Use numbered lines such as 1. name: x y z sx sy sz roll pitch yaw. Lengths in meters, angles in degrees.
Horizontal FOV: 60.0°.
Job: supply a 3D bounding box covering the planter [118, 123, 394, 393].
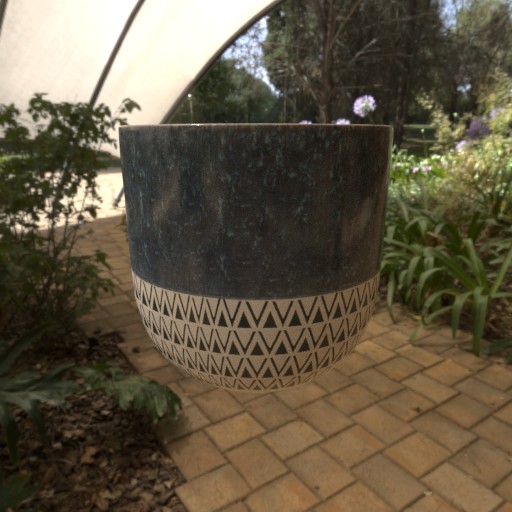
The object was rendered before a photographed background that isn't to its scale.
1. planter: 0.000 0.000 0.481 0.266 0.270 0.266 0 15 0
